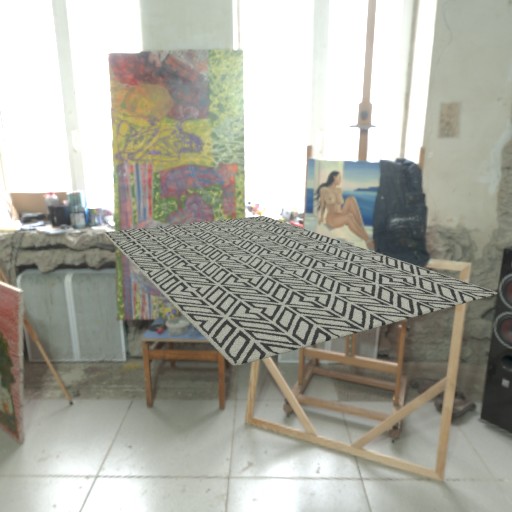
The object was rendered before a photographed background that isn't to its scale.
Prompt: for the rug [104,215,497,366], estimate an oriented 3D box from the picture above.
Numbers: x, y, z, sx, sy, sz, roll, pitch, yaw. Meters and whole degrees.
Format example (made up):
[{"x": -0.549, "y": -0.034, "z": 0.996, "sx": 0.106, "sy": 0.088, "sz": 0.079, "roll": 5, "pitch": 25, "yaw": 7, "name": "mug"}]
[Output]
[{"x": 0.000, "y": 0.000, "z": 2.960, "sx": 1.523, "sy": 0.008, "sz": 2.438, "roll": -9, "pitch": 18, "yaw": -28, "name": "rug"}]
